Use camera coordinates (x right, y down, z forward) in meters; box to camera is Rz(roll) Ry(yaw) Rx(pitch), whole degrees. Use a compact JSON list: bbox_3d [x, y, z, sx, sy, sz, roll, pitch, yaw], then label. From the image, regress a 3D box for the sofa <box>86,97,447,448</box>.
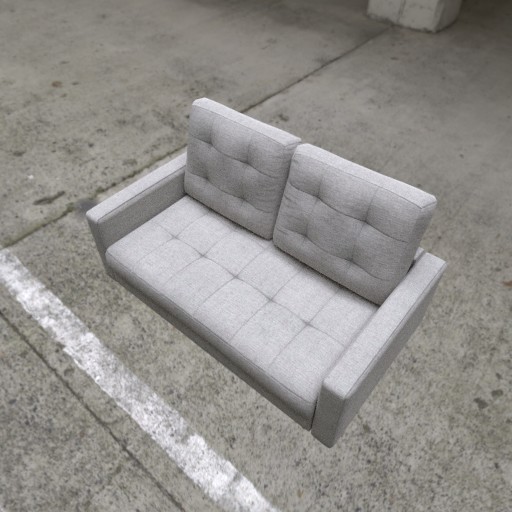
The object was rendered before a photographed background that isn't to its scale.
[{"bbox_3d":[0.000,0.000,1.997,1.407,0.907,0.842,31,54,26],"label":"sofa"}]
